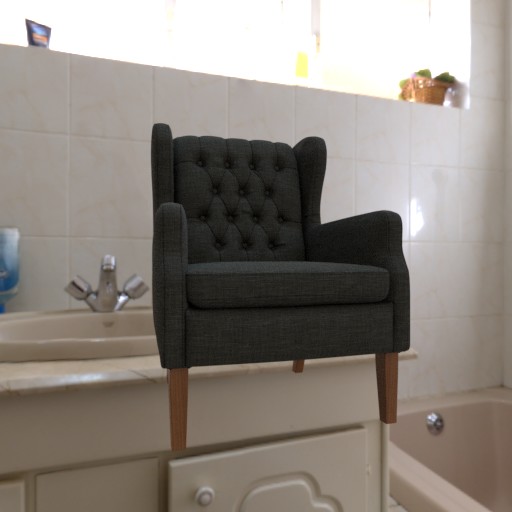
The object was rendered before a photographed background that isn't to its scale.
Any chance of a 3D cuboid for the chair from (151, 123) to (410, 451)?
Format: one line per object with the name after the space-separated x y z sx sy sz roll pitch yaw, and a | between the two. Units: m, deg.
0.000 0.000 1.491 0.711 0.953 0.775 0 0 -17 | chair
